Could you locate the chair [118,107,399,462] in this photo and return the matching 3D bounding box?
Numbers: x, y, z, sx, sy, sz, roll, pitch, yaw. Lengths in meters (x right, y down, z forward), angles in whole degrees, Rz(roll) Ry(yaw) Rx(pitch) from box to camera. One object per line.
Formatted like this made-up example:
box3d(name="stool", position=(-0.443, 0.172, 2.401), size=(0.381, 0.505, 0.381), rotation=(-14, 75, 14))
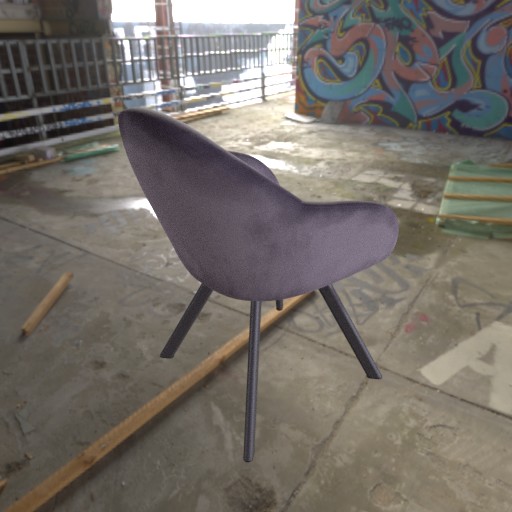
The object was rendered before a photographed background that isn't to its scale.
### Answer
box3d(name="chair", position=(0.000, 0.000, 1.164), size=(0.590, 0.795, 0.550), rotation=(-19, 33, -31))
